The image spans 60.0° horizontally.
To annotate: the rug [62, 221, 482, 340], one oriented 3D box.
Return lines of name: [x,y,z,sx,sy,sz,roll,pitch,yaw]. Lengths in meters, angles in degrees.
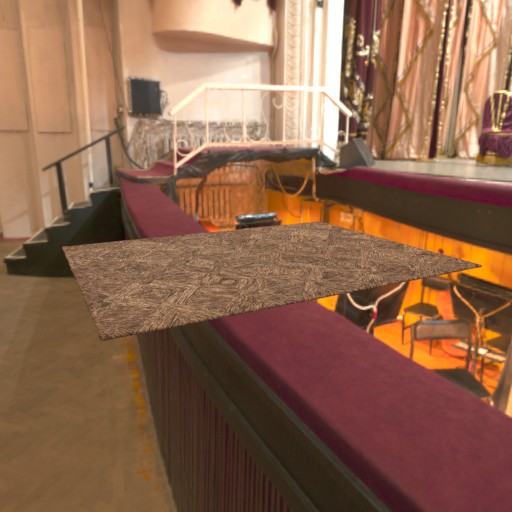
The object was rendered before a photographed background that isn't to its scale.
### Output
rug: [0.000,0.000,4.190,3.204,0.017,2.448,-8,16,-27]
